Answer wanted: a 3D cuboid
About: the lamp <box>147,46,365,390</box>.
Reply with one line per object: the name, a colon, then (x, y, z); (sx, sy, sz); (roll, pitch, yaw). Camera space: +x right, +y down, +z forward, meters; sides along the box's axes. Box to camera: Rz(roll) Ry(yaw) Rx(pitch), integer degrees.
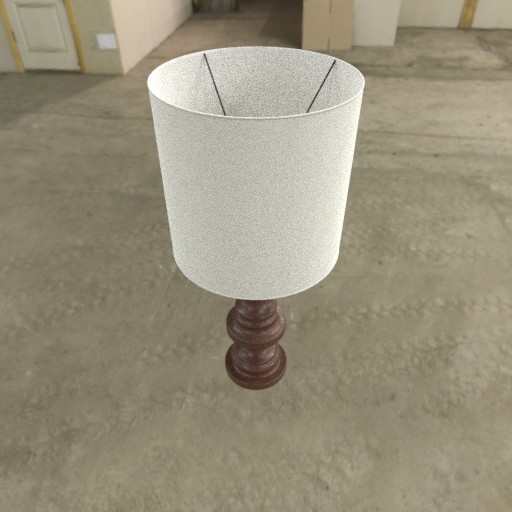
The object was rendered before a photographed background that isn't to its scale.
lamp: (0.000, 0.000, 0.577); (0.208, 0.455, 0.208); (25, 46, 27)
